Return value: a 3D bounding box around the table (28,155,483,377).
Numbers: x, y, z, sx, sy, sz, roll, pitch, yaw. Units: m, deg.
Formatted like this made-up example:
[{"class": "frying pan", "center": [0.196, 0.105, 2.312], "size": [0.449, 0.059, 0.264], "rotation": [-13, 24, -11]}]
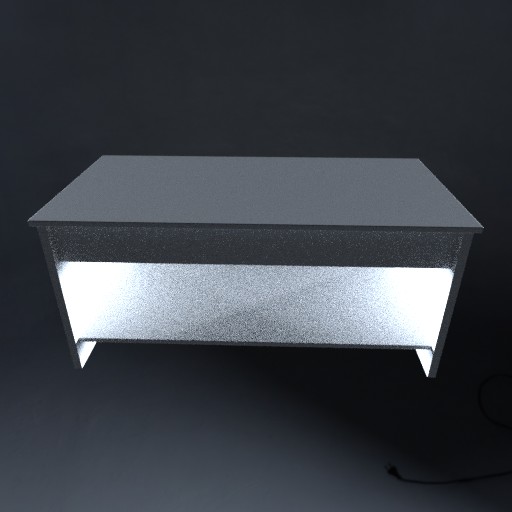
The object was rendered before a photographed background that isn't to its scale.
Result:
[{"class": "table", "center": [0.000, 0.000, 1.296], "size": [1.000, 0.441, 0.500], "rotation": [1, 29, 2]}]
